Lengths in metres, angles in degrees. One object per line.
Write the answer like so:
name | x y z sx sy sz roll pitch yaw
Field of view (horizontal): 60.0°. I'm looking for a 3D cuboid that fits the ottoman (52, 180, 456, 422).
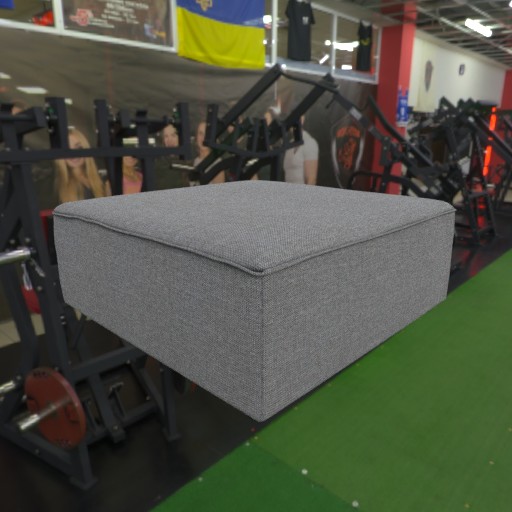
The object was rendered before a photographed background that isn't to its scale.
ottoman | 0.000 0.000 1.580 1.017 0.423 1.023 15 22 42
